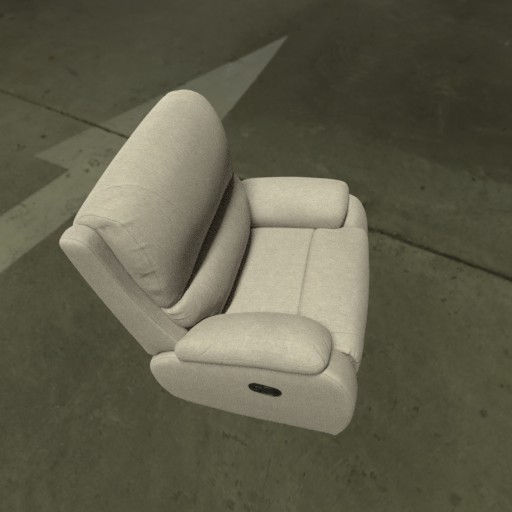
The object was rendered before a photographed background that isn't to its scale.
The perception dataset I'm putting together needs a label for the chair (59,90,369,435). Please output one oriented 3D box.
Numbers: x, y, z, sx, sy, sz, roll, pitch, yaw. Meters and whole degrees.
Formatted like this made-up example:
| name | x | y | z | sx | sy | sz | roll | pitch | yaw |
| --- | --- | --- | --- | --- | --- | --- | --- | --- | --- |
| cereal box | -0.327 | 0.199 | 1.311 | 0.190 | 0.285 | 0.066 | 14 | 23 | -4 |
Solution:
| name | x | y | z | sx | sy | sz | roll | pitch | yaw |
| --- | --- | --- | --- | --- | --- | --- | --- | --- | --- |
| chair | 0.000 | 0.000 | 1.684 | 0.899 | 1.011 | 0.930 | 9 | 48 | 8 |
